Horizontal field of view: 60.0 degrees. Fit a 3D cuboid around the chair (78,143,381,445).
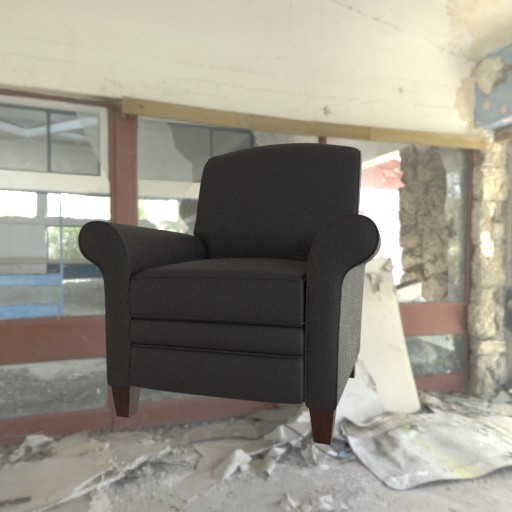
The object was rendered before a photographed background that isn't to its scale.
[{"bbox_3d":[0.000,0.000,1.751,0.978,1.061,0.902,0,1,18],"label":"chair"}]
